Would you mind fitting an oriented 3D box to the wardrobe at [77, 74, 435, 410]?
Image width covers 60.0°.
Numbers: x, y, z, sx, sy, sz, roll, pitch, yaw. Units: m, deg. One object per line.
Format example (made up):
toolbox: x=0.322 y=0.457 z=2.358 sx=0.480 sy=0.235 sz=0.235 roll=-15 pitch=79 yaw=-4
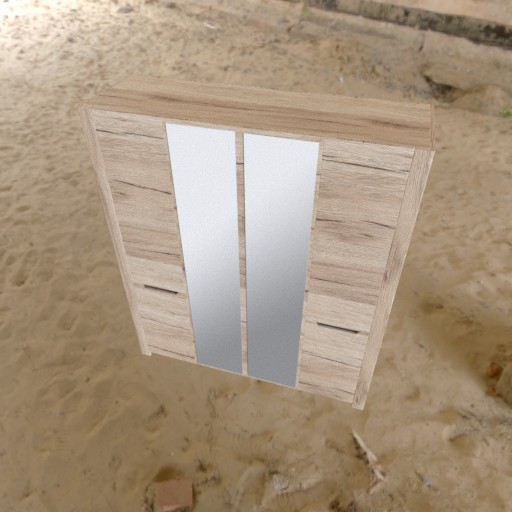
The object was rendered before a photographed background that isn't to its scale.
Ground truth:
wardrobe: x=0.000 y=0.000 z=3.014 sx=1.810 sy=2.070 sz=0.580 roll=11 pitch=41 yaw=13
